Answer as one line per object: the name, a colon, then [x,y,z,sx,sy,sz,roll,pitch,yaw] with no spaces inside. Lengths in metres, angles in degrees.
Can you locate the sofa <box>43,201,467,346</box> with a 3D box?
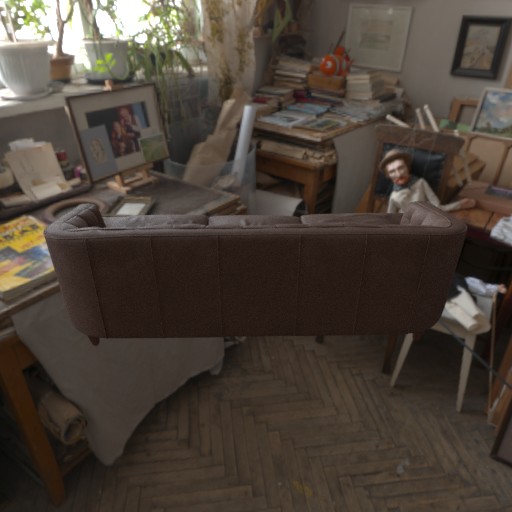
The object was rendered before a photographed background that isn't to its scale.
sofa: [0.000,0.000,2.721,2.227,0.787,0.927,-1,31,-1]
